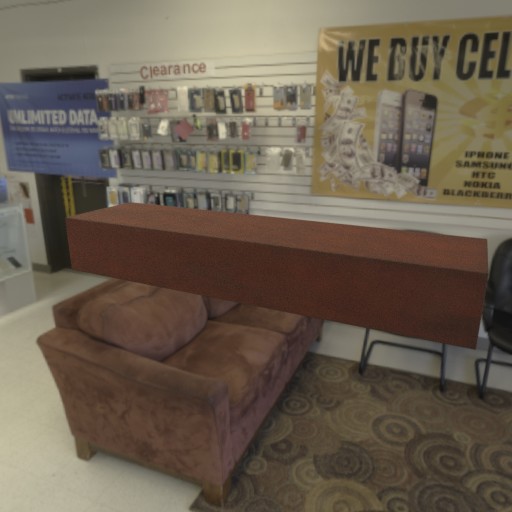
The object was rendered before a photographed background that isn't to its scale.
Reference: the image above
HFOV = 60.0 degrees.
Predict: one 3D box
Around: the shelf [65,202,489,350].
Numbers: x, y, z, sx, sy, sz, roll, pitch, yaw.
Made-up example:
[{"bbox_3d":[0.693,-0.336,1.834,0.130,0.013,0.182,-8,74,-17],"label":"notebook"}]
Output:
[{"bbox_3d":[0.000,0.000,0.661,0.607,0.088,0.152,8,19,25],"label":"shelf"}]
